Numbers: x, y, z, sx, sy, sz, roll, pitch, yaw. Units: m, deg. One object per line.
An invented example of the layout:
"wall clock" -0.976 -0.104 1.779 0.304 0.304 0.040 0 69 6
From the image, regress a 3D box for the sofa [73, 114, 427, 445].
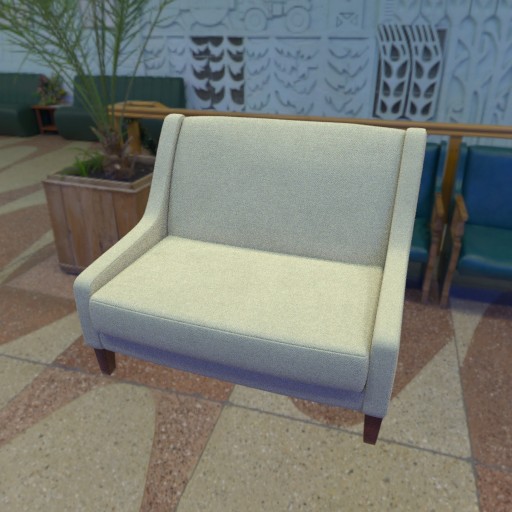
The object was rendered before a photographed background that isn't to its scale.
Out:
"sofa" 0.000 0.000 1.859 1.212 0.976 0.946 9 28 17
